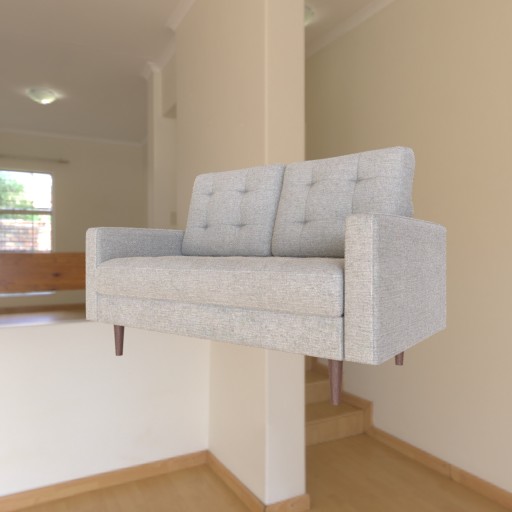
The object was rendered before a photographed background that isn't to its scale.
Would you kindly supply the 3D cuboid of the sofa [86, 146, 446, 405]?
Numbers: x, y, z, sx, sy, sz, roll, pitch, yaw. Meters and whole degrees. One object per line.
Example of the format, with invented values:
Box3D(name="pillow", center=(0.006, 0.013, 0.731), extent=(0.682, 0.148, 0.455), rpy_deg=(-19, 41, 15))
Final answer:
Box3D(name="sofa", center=(0.000, 0.000, 1.946), extent=(1.407, 0.907, 0.842), rpy_deg=(0, 1, 36))
